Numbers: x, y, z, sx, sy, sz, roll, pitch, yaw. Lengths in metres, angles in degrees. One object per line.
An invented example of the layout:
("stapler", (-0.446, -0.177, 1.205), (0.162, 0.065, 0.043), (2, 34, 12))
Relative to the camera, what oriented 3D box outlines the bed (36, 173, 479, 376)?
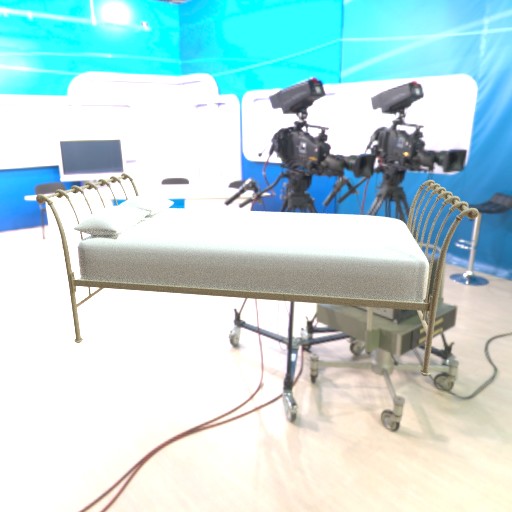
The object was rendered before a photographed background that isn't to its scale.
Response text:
("bed", (0.000, 0.000, 2.780), (2.228, 0.873, 1.032), (3, 17, 10))
